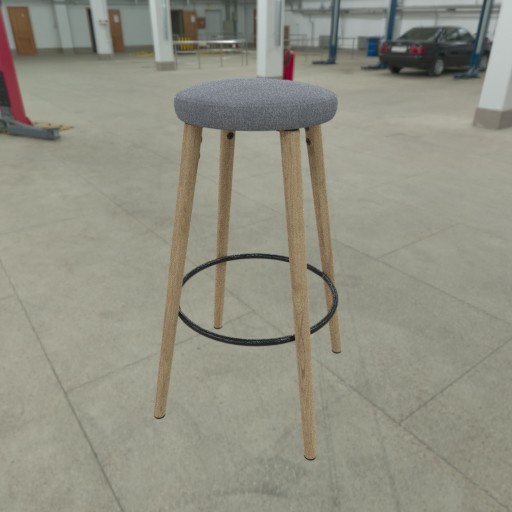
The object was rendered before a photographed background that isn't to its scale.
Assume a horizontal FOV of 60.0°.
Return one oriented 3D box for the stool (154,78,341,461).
[{"bbox_3d":[0.000,0.000,1.038,0.410,0.770,0.410,9,29,16],"label":"stool"}]
